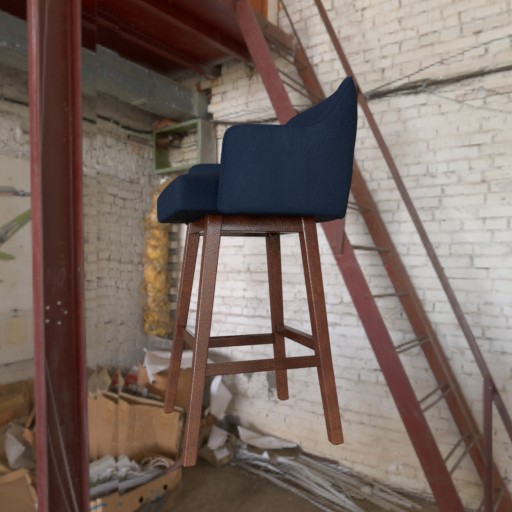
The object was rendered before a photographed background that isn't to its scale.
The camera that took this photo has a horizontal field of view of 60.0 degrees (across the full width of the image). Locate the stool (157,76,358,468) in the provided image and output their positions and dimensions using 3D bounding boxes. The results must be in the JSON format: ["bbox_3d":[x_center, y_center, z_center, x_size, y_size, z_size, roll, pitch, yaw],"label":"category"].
[{"bbox_3d":[0.000,0.000,1.364,0.560,1.041,0.550,0,0,-19],"label":"stool"}]
